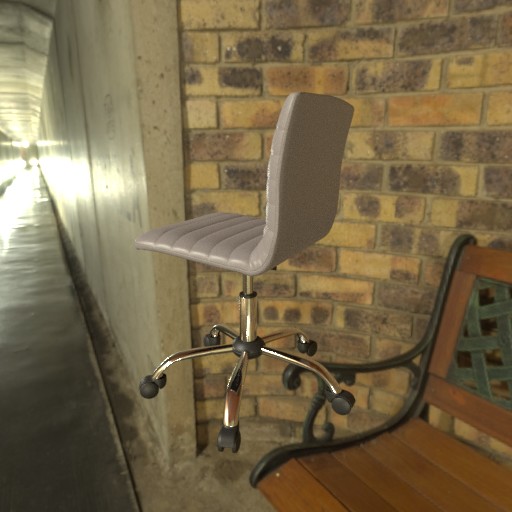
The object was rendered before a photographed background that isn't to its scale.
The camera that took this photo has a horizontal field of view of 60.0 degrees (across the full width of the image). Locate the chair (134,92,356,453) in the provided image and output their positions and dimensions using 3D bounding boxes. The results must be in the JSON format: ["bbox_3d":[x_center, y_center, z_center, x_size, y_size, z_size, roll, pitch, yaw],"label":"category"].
[{"bbox_3d":[0.000,0.000,1.127,0.542,0.750,0.569,7,16,26],"label":"chair"}]
